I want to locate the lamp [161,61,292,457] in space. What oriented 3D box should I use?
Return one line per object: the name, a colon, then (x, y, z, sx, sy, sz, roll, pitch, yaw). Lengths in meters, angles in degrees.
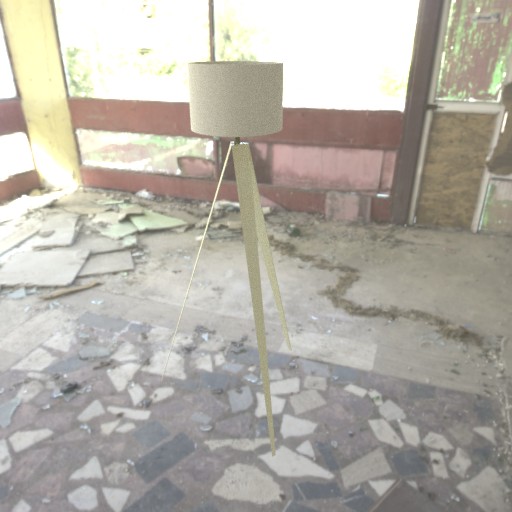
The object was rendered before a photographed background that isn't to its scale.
lamp: (0.000, 0.000, 1.906, 0.724, 1.524, 0.716, -16, 30, -31)
